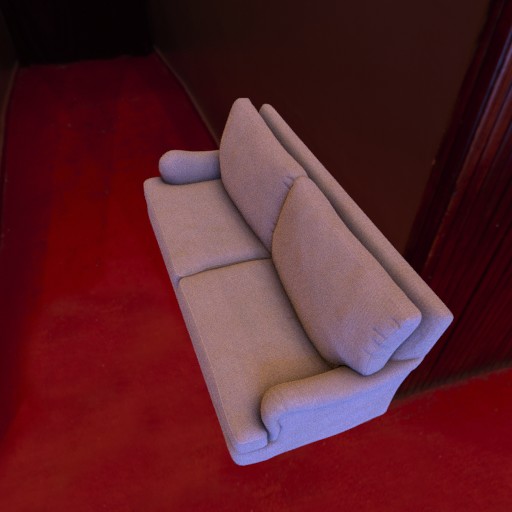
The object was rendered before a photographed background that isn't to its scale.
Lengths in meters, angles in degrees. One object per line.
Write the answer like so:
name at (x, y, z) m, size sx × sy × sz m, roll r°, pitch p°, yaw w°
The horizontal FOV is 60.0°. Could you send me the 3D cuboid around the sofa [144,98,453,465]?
sofa at (0.000, 0.000, 2.815) m, size 1.069 × 1.096 × 2.193 m, roll -16°, pitch 48°, yaw -15°
